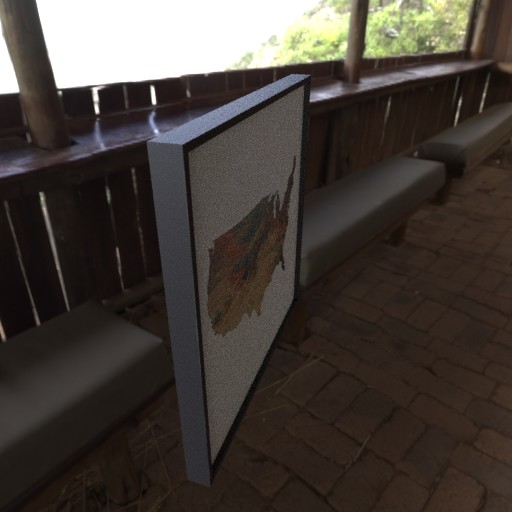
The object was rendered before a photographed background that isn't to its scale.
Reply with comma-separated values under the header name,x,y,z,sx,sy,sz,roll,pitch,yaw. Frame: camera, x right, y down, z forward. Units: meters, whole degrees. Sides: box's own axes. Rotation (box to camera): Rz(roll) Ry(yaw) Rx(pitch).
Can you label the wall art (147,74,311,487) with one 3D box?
name,x,y,z,sx,sy,sz,roll,pitch,yaw
wall art,0.000,0.000,0.742,0.038,0.507,0.507,10,31,17
